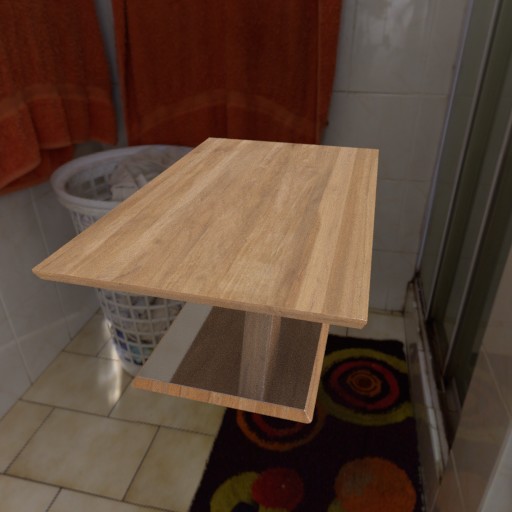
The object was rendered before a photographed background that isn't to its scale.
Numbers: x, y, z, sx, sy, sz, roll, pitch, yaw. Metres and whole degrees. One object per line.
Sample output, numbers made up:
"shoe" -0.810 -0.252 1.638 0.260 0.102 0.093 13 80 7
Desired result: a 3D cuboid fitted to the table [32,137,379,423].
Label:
"table" 0.000 0.000 1.429 0.692 0.441 1.100 7 30 13
